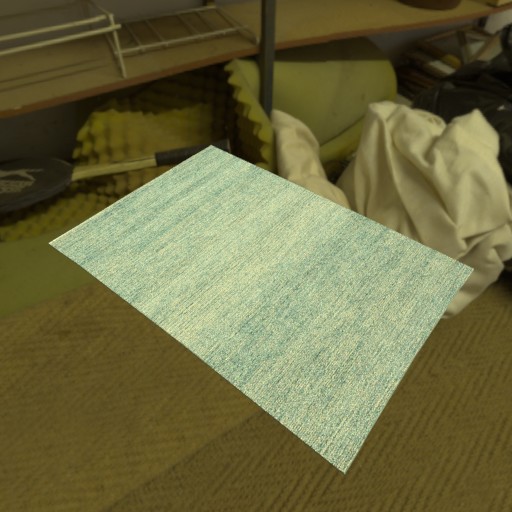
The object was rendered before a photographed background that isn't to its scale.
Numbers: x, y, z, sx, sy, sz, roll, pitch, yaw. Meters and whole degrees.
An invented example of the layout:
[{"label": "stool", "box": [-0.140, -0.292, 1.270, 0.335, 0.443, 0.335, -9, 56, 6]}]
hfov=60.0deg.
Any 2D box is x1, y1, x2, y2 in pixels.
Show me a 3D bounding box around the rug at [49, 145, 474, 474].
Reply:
[{"label": "rug", "box": [0.000, 0.000, 5.102, 4.078, 0.052, 2.802, 30, 53, 26]}]
